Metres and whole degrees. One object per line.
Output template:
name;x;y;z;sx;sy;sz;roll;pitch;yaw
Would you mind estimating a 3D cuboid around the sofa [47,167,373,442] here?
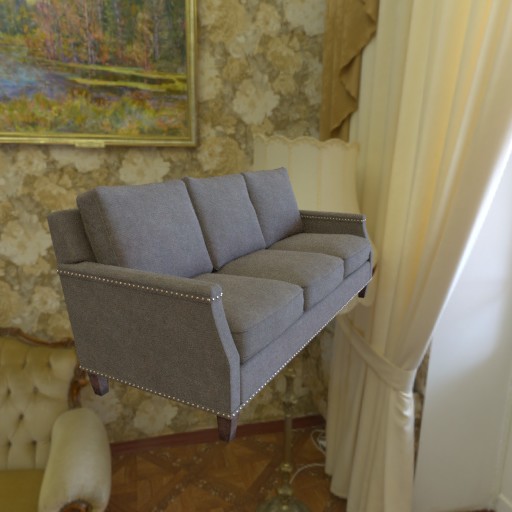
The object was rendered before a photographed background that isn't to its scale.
sofa;0.000;0.000;2.841;1.034;1.042;2.226;7;16;28
